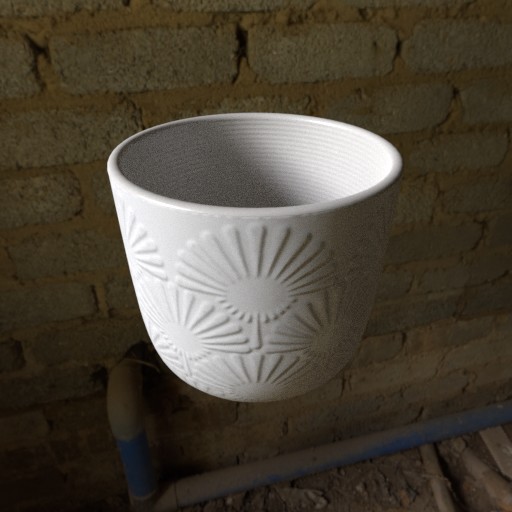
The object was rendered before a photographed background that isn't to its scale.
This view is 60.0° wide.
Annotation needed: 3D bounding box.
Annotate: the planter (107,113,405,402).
[{"bbox_3d":[0.000,0.000,0.220,0.124,0.109,0.124,0,32,0],"label":"planter"}]
